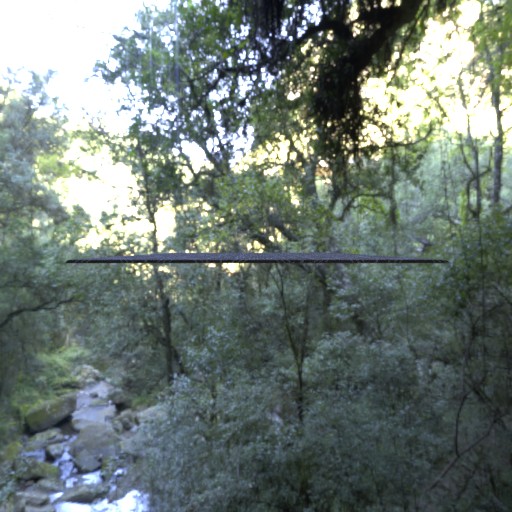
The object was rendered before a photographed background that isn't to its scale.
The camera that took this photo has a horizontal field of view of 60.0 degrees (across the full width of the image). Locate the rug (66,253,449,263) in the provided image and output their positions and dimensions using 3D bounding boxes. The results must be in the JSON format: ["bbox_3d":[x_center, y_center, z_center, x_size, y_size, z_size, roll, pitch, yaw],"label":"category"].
[{"bbox_3d":[0.000,0.000,2.343,1.239,0.012,1.836,0,1,0],"label":"rug"}]
